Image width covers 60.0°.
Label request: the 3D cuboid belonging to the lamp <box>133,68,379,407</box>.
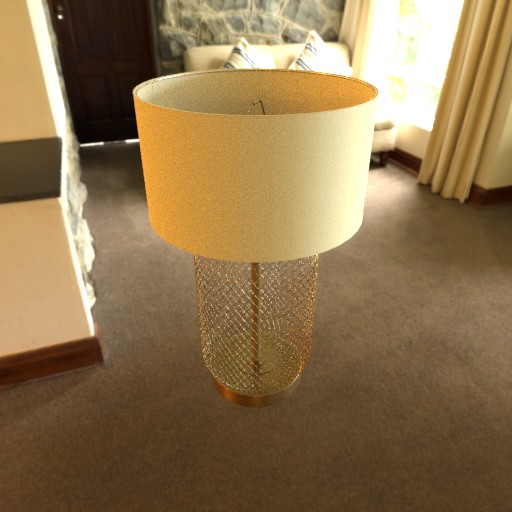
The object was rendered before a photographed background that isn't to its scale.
[{"bbox_3d":[0.000,0.000,0.798,0.353,0.578,0.353,0,31,0],"label":"lamp"}]
